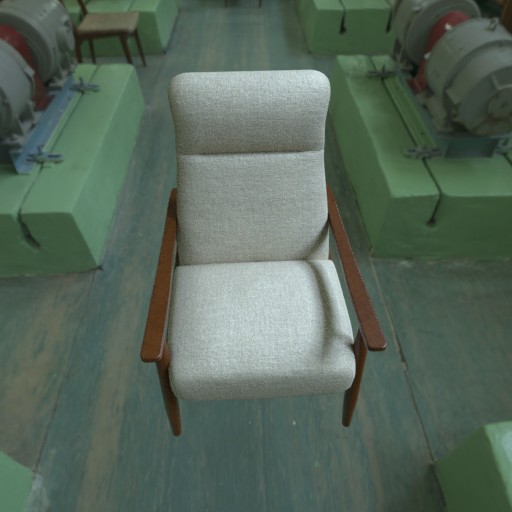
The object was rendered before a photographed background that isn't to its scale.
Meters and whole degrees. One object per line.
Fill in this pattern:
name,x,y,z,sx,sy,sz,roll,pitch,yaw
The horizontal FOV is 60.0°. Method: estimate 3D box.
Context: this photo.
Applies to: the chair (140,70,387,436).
chair,0.000,0.000,1.770,0.762,1.082,1.014,-2,45,-2
